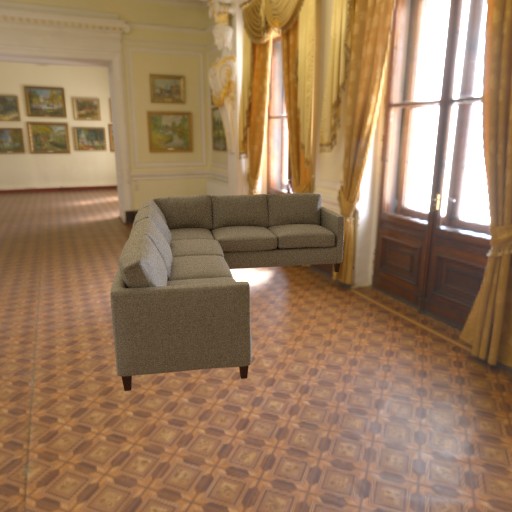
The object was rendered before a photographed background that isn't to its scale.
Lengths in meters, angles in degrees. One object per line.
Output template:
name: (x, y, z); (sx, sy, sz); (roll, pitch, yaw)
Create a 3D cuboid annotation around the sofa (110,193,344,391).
sofa: (0.000, 0.000, 4.628); (2.593, 0.947, 3.302); (-3, 15, -11)
